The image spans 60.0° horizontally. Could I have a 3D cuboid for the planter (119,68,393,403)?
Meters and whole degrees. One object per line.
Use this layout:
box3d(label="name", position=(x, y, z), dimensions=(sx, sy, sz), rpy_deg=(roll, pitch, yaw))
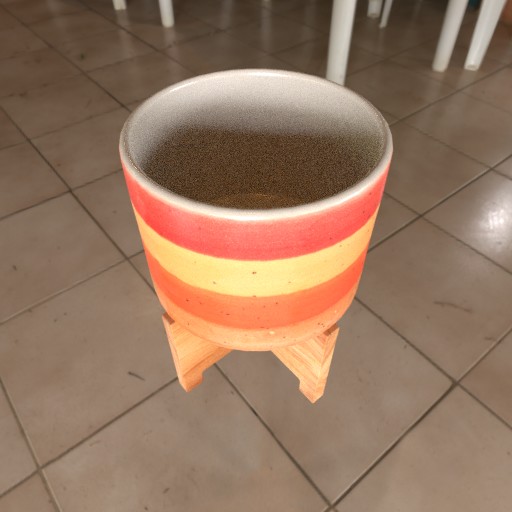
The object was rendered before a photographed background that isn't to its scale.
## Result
box3d(label="planter", position=(0.000, 0.000, 0.409), dimensions=(0.199, 0.268, 0.199), rpy_deg=(0, 47, 0))
